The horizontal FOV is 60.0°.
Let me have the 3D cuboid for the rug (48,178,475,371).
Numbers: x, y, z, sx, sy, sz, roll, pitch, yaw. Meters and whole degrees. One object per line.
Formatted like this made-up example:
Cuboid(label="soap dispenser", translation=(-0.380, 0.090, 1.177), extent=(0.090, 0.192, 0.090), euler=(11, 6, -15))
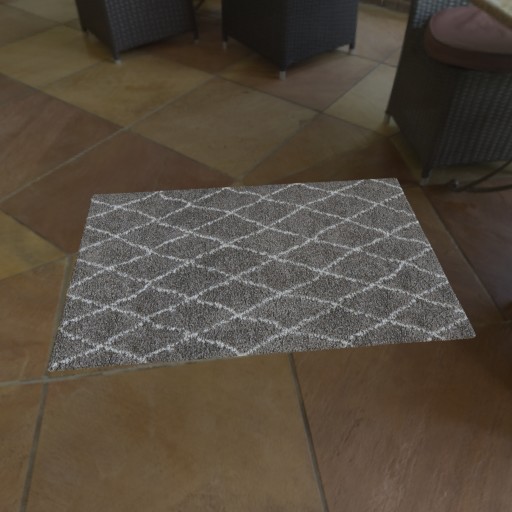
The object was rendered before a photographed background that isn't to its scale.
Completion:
Cuboid(label="rug", translation=(0.000, 0.000, 3.024), extent=(2.438, 0.030, 1.524), euler=(-4, 47, -4))
